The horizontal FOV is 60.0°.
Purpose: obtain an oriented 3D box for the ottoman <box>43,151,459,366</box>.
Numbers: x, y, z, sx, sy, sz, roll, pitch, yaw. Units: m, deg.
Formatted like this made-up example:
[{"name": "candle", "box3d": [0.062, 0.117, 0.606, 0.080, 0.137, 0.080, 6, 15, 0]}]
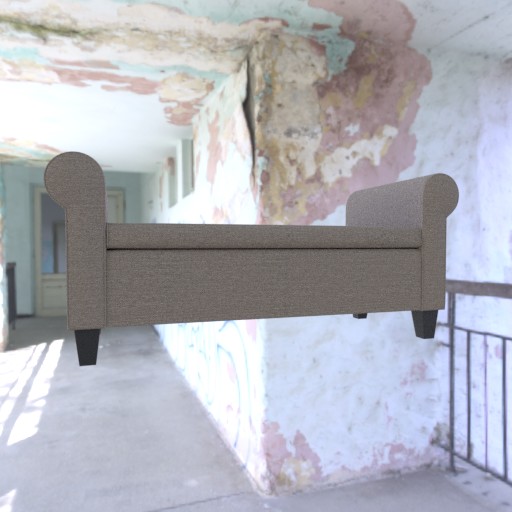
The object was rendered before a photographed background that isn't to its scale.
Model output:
[{"name": "ottoman", "box3d": [0.000, 0.000, 1.521, 1.256, 0.547, 0.521, 0, 2, -18]}]
